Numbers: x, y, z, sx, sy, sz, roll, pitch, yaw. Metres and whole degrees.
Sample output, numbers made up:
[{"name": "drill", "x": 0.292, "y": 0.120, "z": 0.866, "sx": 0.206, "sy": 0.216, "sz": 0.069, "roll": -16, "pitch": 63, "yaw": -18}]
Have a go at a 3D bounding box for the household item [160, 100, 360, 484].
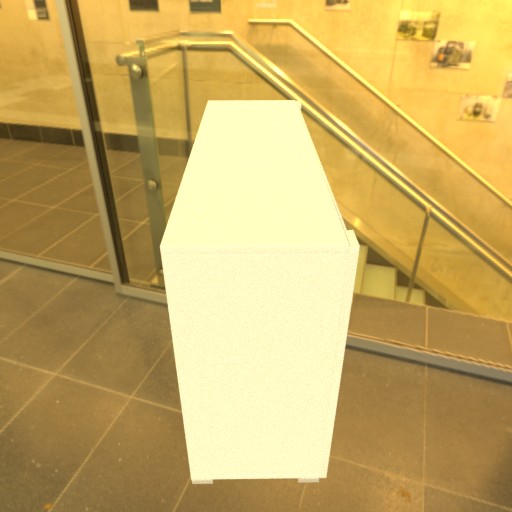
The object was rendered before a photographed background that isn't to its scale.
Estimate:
[{"name": "household item", "x": 0.000, "y": 0.000, "z": 1.711, "sx": 0.420, "sy": 0.867, "sz": 1.300, "roll": 0, "pitch": 32, "yaw": -1}]
